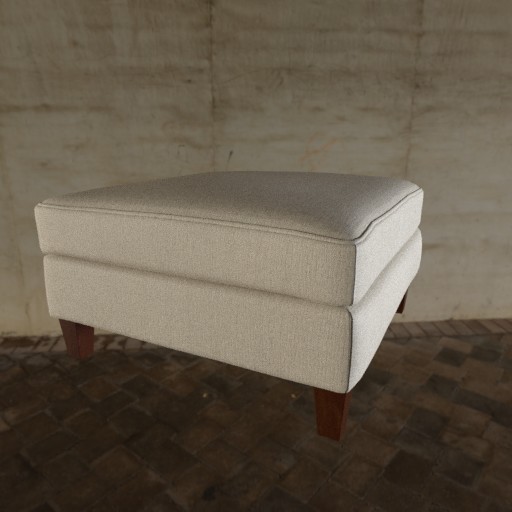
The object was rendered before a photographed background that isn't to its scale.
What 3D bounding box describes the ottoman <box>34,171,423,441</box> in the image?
[{"bbox_3d":[0.000,0.000,1.308,0.838,0.478,0.838,8,18,26],"label":"ottoman"}]
